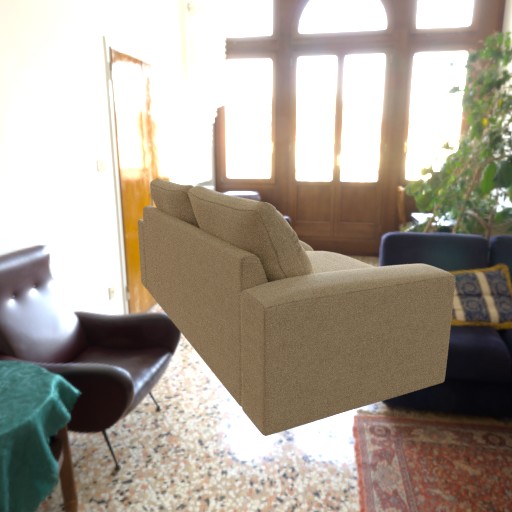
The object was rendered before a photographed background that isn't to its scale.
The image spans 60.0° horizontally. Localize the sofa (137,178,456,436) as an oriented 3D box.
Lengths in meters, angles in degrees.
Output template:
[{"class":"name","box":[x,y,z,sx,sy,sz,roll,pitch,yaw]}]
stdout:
[{"class":"sofa","box":[0.000,0.000,2.836,1.040,0.922,2.299,-6,15,-25]}]
